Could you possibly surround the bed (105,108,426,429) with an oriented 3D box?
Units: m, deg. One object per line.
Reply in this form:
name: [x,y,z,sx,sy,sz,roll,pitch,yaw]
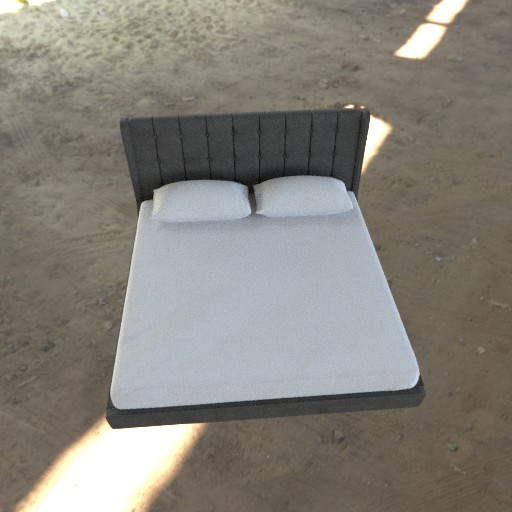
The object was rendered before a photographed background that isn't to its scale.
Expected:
bed: [0.000,0.000,2.526,1.531,0.933,1.638,-3,46,-3]
